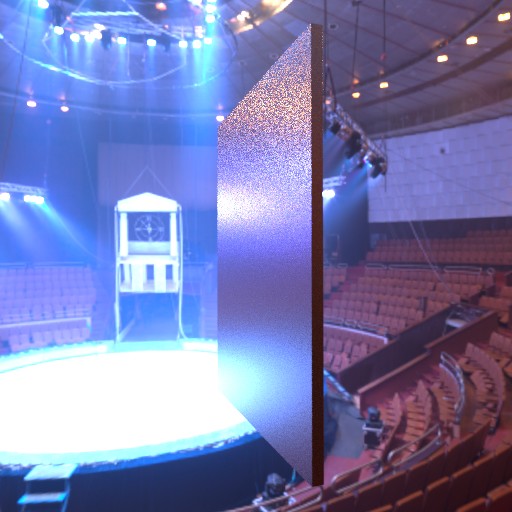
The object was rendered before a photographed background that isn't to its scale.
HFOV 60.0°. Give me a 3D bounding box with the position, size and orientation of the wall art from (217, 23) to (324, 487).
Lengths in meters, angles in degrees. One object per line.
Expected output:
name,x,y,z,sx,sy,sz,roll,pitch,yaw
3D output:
wall art,0.000,0.000,1.387,0.030,1.046,0.816,0,-1,-20
